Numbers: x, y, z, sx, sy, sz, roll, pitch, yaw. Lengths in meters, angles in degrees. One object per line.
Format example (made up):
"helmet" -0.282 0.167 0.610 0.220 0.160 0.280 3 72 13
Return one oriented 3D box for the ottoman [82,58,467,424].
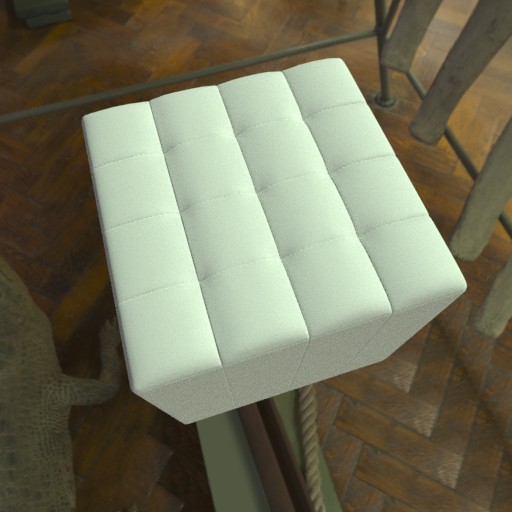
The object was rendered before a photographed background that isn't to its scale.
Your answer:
"ottoman" 0.000 0.000 0.786 0.425 0.432 0.425 -16 65 -7
